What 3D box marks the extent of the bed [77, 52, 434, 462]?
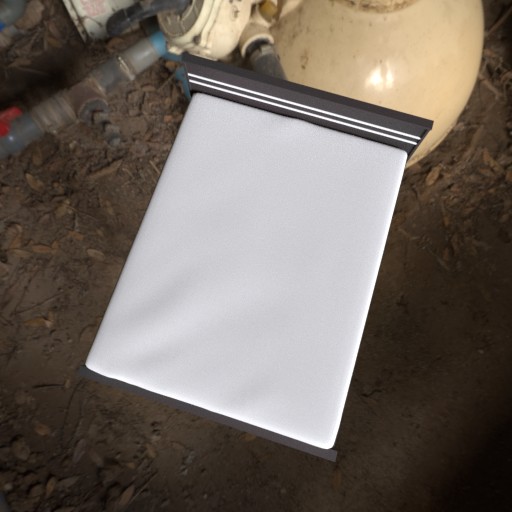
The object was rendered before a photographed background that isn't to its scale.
[{"bbox_3d":[0.000,0.000,2.930,1.634,0.808,2.103,17,76,4],"label":"bed"}]
